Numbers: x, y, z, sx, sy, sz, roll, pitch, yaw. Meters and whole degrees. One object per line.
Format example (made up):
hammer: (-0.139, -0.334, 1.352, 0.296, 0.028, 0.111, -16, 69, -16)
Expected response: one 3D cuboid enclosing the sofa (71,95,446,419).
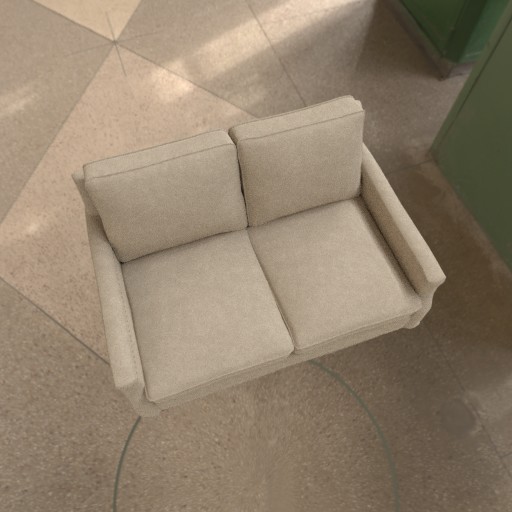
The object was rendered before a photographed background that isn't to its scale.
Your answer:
sofa: (0.000, 0.000, 2.293, 1.597, 1.002, 1.084, -17, 64, -9)
